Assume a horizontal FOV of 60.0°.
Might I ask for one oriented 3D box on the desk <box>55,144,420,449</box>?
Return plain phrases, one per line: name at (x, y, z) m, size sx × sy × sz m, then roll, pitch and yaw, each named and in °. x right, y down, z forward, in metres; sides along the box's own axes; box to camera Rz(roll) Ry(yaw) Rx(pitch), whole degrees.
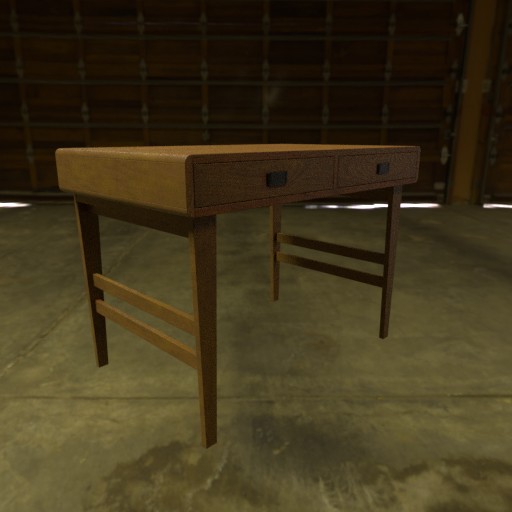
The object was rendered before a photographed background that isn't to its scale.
desk at (0.000, 0.000, 1.582) m, size 0.660 × 0.754 × 1.066 m, roll 15°, pitch 21°, yaw 43°
